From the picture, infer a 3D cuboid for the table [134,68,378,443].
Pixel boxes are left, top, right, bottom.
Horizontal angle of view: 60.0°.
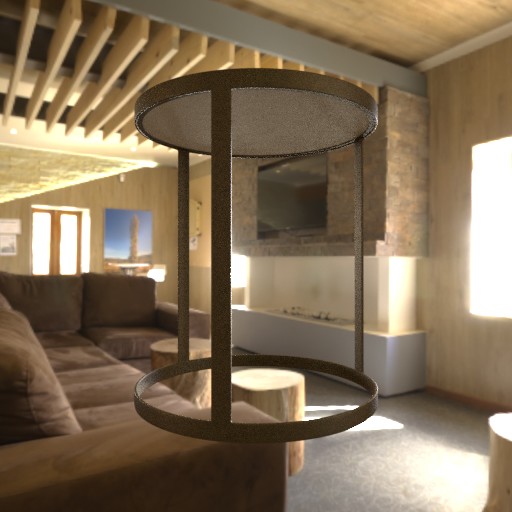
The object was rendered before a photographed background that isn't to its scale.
[{"bbox_3d":[0.000,0.000,0.906,0.480,0.565,0.480,0,0,0],"label":"table"}]
